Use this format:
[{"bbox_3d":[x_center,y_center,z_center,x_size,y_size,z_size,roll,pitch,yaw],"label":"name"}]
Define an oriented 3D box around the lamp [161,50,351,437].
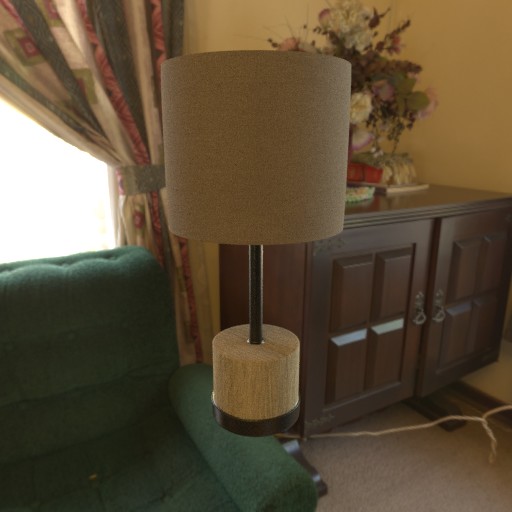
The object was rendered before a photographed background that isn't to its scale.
[{"bbox_3d":[0.000,0.000,0.597,0.229,0.470,0.229,13,20,42],"label":"lamp"}]
